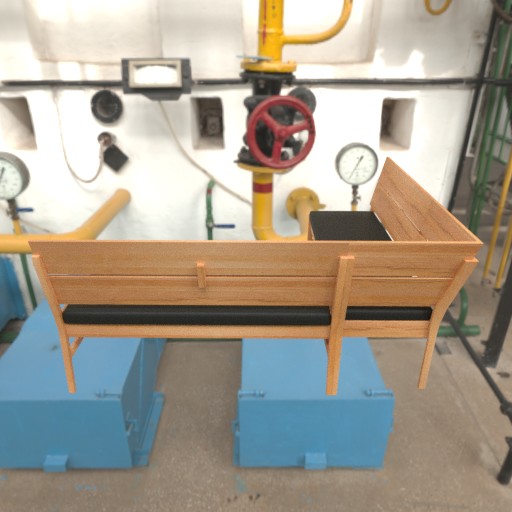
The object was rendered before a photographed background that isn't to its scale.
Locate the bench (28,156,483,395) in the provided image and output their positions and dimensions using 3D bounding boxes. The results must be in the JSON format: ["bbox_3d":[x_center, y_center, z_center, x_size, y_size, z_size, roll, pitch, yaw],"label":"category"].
[{"bbox_3d":[0.000,0.000,2.780,1.948,0.890,1.548,0,26,1],"label":"bench"}]
